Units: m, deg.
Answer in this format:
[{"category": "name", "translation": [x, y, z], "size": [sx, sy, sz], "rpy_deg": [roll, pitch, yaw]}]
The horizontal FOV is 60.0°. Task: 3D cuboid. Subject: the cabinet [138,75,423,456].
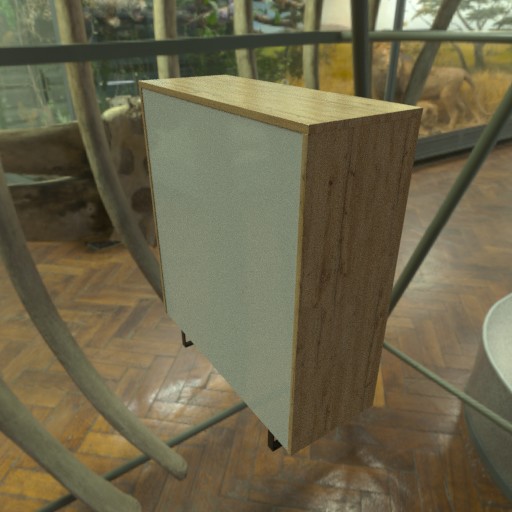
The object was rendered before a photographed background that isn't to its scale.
[{"category": "cabinet", "translation": [0.000, 0.000, 1.990], "size": [0.473, 1.397, 1.168], "rpy_deg": [-18, 32, -30]}]
